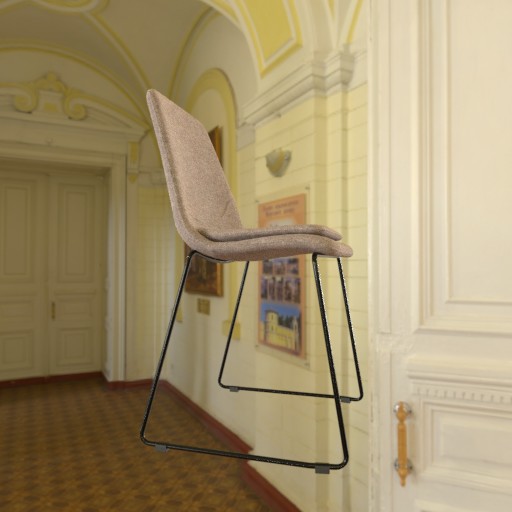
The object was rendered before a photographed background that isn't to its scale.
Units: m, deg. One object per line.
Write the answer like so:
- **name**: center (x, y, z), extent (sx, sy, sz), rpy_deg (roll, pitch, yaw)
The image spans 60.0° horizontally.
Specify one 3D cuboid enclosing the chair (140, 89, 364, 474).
- **chair**: center (0.000, 0.000, 1.157), extent (0.518, 0.858, 0.479), rpy_deg (0, -1, 17)
